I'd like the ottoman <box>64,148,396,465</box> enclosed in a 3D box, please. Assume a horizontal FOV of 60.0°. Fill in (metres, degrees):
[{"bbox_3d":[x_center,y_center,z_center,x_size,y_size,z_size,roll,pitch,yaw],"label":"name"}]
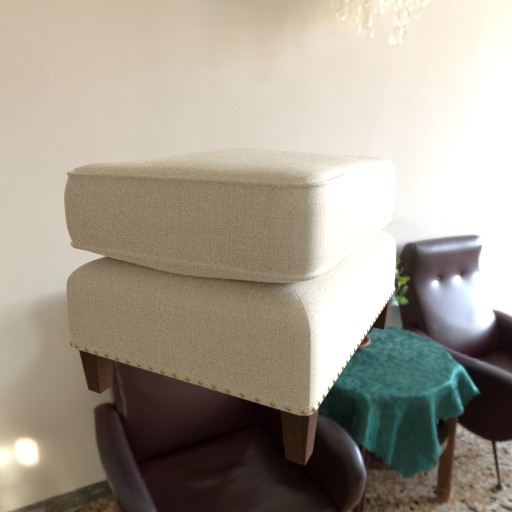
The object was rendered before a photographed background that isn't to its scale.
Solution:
[{"bbox_3d":[0.000,0.000,1.132,0.589,0.537,0.738,8,16,26],"label":"ottoman"}]
